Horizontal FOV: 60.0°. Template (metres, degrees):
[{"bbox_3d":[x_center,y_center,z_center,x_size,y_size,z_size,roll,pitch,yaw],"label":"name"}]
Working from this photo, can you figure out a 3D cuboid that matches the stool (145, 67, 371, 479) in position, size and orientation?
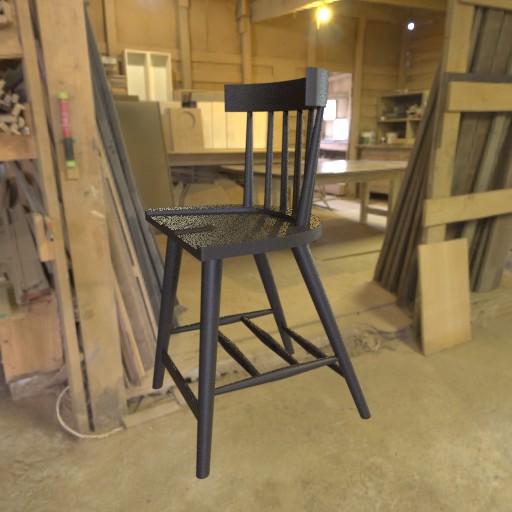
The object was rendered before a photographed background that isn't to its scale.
[{"bbox_3d":[0.000,0.000,1.266,0.549,0.953,0.494,-8,18,-26],"label":"stool"}]
